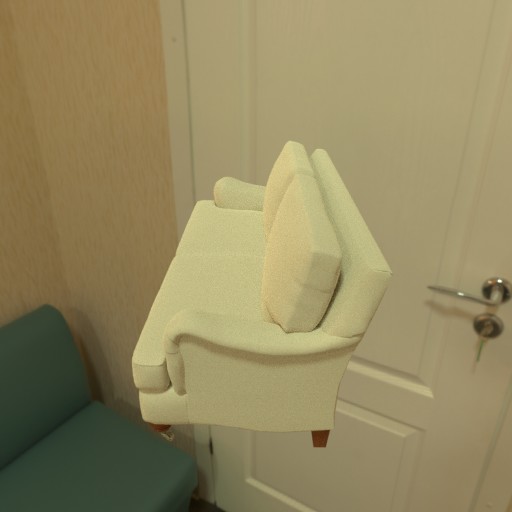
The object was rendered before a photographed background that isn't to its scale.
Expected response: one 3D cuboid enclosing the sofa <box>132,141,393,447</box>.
[{"bbox_3d":[0.000,0.000,2.812,1.086,1.087,2.159,0,26,1],"label":"sofa"}]
